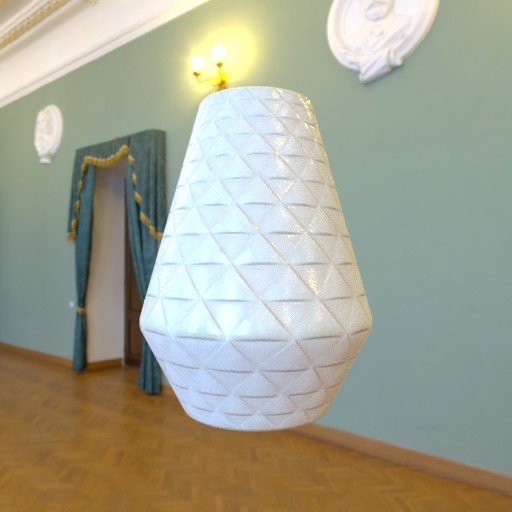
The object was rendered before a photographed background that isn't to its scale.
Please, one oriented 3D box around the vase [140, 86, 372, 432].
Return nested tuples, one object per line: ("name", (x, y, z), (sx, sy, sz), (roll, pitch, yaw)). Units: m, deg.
("vase", (0.000, 0.000, 0.344), (0.175, 0.230, 0.175), (0, -1, 0))
